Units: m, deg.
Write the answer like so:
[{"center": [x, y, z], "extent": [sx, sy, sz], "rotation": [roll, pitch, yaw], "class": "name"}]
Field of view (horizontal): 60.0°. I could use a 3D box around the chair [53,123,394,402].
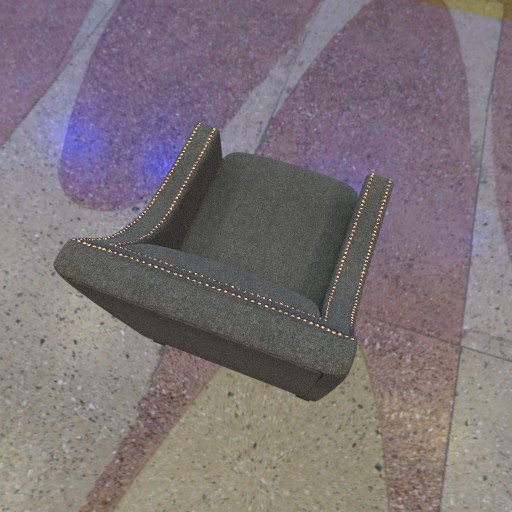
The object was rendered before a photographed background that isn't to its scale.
[{"center": [0.000, 0.000, 1.629], "extent": [0.776, 0.967, 0.884], "rotation": [19, 65, 9], "class": "chair"}]
